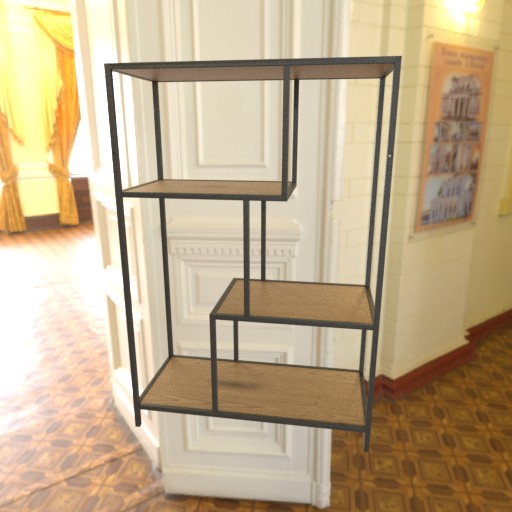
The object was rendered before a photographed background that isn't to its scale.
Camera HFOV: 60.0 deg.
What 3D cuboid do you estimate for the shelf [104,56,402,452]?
[{"bbox_3d":[0.000,0.000,1.450,0.770,1.138,0.350,3,16,9],"label":"shelf"}]
